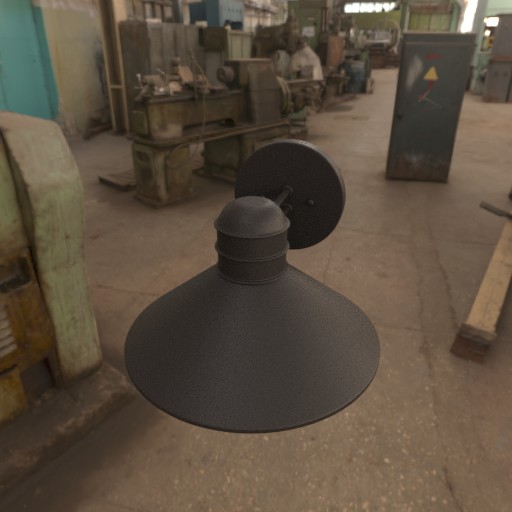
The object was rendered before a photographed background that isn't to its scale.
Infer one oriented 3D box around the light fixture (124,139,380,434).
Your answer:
[{"bbox_3d":[0.000,0.000,0.669,0.396,0.265,0.434,8,27,16],"label":"light fixture"}]
